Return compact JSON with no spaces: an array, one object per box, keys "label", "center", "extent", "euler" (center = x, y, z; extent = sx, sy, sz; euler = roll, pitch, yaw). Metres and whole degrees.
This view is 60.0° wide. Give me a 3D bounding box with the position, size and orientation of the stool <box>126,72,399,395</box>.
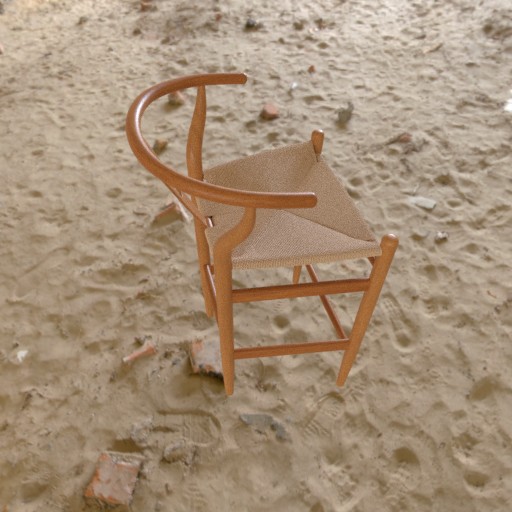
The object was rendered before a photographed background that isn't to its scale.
[{"label":"stool","center":[0.000,0.000,1.349],"extent":[0.579,0.970,0.569],"euler":[-11,48,-10]}]
